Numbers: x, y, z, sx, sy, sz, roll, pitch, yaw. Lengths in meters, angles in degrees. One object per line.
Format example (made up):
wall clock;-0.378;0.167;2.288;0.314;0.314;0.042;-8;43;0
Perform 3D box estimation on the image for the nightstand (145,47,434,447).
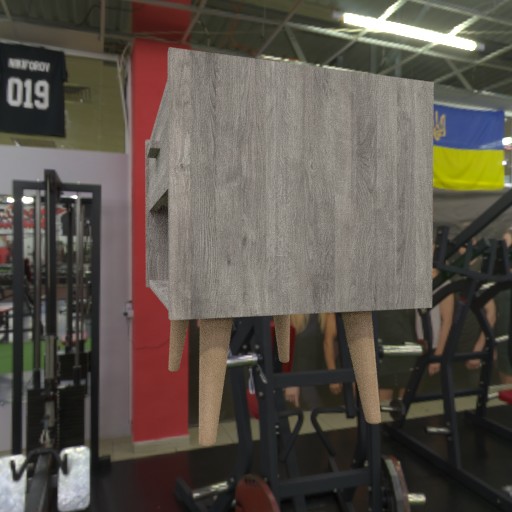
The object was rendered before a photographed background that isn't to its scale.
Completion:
nightstand;0.000;0.000;0.807;0.380;0.500;0.480;0;1;-17
